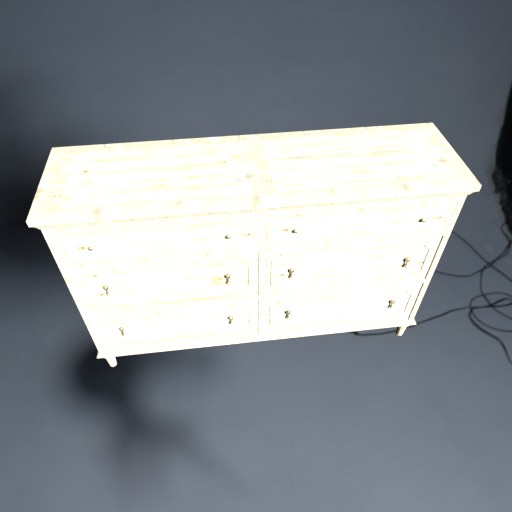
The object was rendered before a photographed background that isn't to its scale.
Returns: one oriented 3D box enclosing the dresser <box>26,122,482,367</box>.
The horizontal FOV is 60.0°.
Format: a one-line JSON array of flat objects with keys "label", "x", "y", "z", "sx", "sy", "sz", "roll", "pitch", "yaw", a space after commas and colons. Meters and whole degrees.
[{"label": "dresser", "x": 0.000, "y": 0.000, "z": 2.092, "sx": 1.626, "sy": 1.016, "sz": 0.457, "roll": -5, "pitch": 46, "yaw": -5}]
